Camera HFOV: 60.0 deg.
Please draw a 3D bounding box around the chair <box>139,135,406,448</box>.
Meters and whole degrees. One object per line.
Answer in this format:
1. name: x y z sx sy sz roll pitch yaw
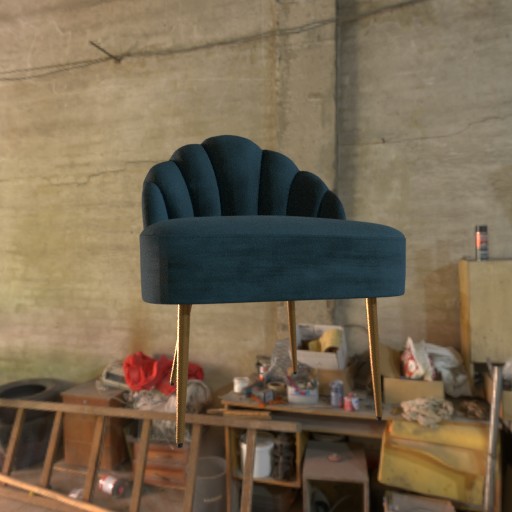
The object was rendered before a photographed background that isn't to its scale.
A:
1. chair: 0.000 0.000 1.254 0.657 0.819 0.599 0 1 -18
